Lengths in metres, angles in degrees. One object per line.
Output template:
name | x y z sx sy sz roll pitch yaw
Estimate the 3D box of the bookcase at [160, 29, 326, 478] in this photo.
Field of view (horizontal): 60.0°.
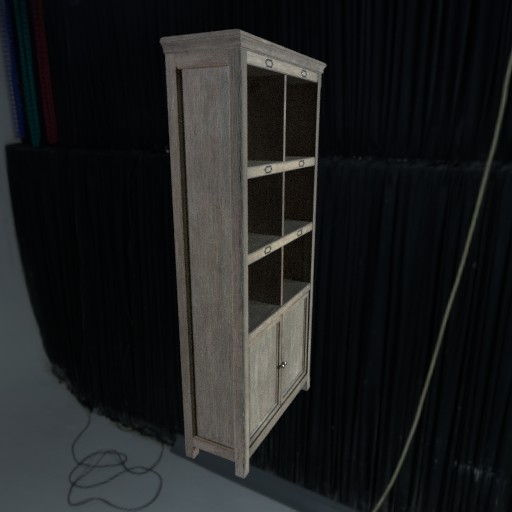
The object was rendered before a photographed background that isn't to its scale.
bookcase | 0.000 0.000 2.219 0.348 1.880 0.906 8 18 26
